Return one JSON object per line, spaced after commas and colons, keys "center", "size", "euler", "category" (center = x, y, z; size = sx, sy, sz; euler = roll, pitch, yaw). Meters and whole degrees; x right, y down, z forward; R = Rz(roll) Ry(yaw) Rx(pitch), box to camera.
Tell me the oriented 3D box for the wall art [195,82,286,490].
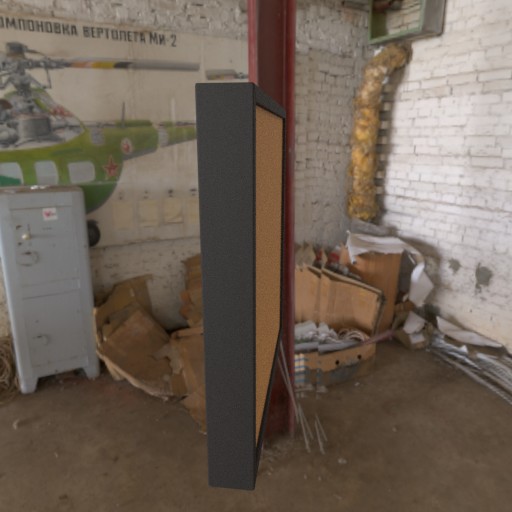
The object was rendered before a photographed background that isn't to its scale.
{"center": [0.000, 0.000, 0.461], "size": [0.037, 0.305, 0.305], "euler": [2, 15, 7], "category": "wall art"}
